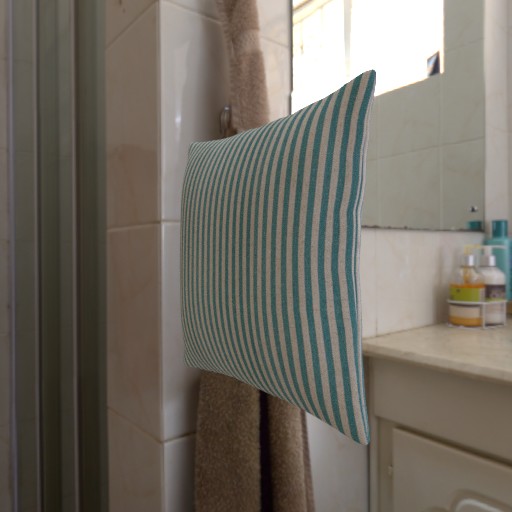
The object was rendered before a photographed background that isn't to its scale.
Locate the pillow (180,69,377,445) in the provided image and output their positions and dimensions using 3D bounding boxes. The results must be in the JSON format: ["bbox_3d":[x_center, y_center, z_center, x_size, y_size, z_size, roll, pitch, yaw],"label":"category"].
[{"bbox_3d":[0.000,0.000,0.806,0.166,0.510,0.523,0,0,-37],"label":"pillow"}]
